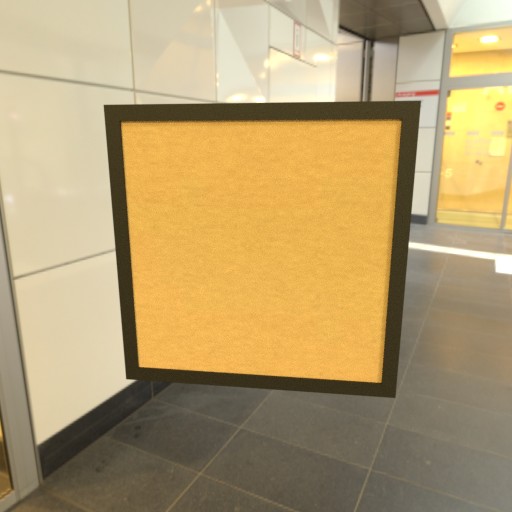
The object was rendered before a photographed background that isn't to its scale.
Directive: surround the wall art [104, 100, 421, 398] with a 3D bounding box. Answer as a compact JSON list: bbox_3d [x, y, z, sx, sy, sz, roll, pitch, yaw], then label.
[{"bbox_3d":[0.000,0.000,0.543,0.356,0.356,0.013,2,14,7],"label":"wall art"}]
